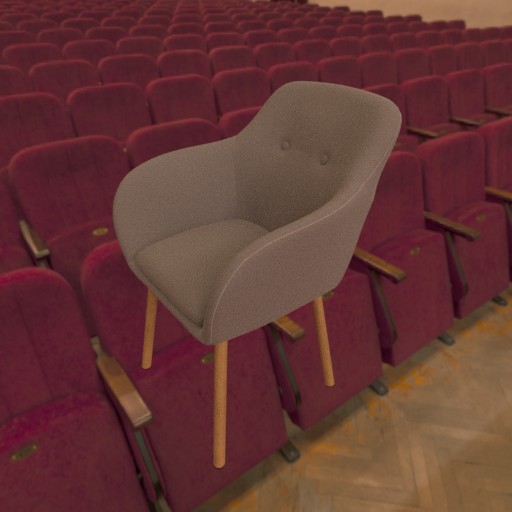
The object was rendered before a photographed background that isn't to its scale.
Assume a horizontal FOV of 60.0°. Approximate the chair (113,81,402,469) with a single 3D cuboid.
[{"bbox_3d":[0.000,0.000,1.214,0.590,0.830,0.570,-21,36,-31],"label":"chair"}]
